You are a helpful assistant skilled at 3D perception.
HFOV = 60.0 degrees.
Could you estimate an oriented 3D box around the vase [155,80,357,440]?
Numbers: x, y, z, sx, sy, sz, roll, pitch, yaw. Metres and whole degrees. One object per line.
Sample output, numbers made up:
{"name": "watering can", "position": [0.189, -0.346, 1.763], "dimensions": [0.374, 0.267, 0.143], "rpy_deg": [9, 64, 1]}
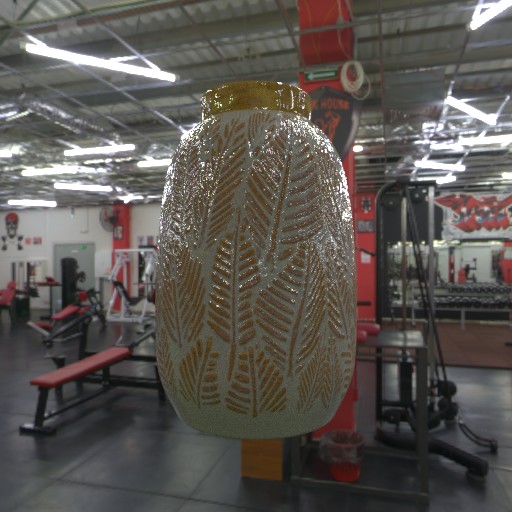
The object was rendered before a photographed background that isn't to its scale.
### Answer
{"name": "vase", "position": [0.000, 0.000, 0.387], "dimensions": [0.172, 0.270, 0.172], "rpy_deg": [0, 0, 0]}
